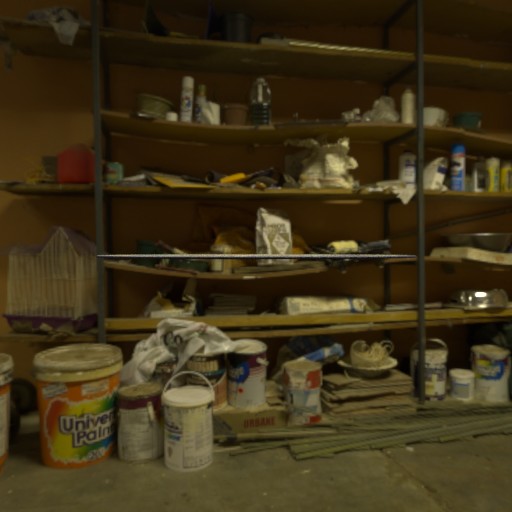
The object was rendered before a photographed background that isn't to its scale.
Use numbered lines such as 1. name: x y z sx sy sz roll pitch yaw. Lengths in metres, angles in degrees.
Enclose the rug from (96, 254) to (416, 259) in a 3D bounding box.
1. rug: 0.000 0.000 2.343 1.591 0.010 1.591 0 1 0
